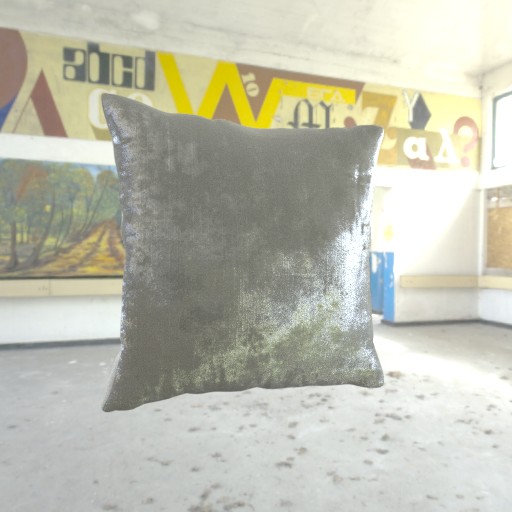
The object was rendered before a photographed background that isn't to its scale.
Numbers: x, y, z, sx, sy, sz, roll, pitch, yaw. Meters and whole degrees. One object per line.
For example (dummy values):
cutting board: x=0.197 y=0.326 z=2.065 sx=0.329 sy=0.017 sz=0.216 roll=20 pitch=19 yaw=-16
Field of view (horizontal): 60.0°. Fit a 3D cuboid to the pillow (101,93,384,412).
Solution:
pillow: x=0.000 y=0.000 z=0.710 sx=0.470 sy=0.464 sz=0.175 roll=0 pitch=0 yaw=-18
